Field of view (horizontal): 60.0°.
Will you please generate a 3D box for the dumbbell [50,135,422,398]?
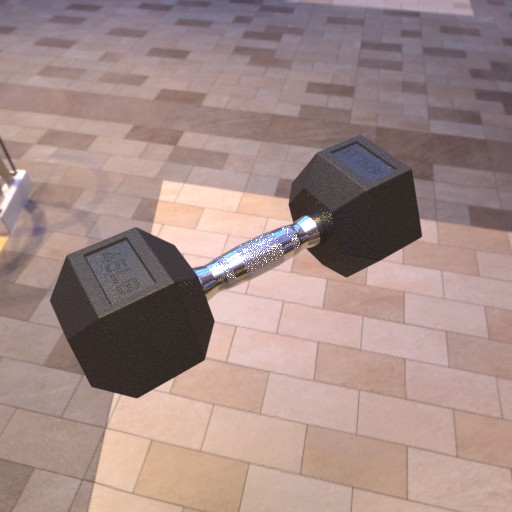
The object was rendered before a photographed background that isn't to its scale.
[{"bbox_3d":[0.000,0.000,0.426,0.356,0.123,0.141,-26,53,-22],"label":"dumbbell"}]
